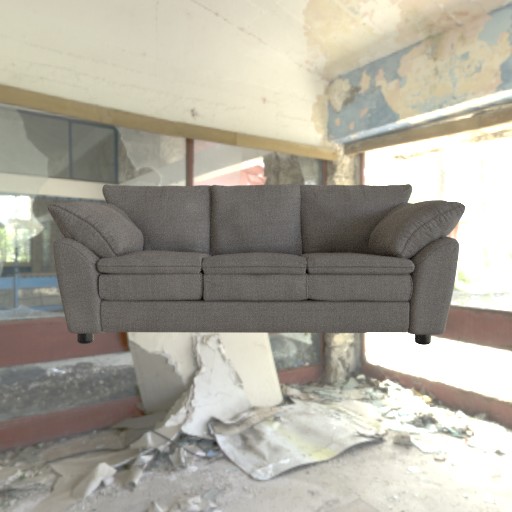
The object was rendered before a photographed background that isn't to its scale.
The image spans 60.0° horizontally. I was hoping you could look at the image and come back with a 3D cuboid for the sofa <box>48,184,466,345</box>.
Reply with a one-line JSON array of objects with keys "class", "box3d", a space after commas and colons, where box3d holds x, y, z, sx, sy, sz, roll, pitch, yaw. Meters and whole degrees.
[{"class": "sofa", "box3d": [0.000, 0.000, 2.846, 2.334, 0.996, 0.878, 0, 0, 1]}]
